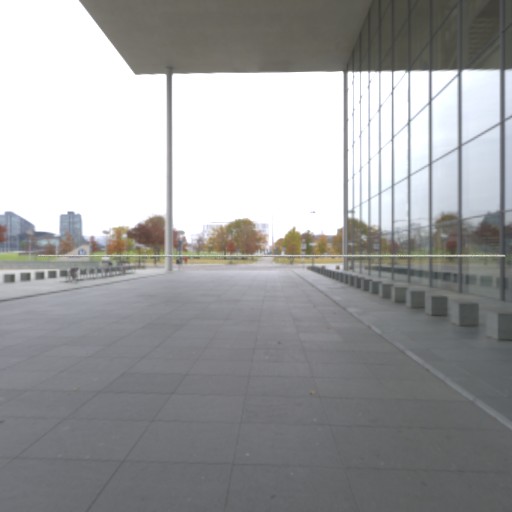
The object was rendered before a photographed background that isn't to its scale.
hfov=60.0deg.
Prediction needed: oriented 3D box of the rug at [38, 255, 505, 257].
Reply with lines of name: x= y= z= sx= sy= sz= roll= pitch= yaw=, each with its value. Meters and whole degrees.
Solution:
rug: x=0.000 y=0.000 z=2.586 sx=2.435 sy=0.009 sz=0.750 roll=0 pitch=0 yaw=17
